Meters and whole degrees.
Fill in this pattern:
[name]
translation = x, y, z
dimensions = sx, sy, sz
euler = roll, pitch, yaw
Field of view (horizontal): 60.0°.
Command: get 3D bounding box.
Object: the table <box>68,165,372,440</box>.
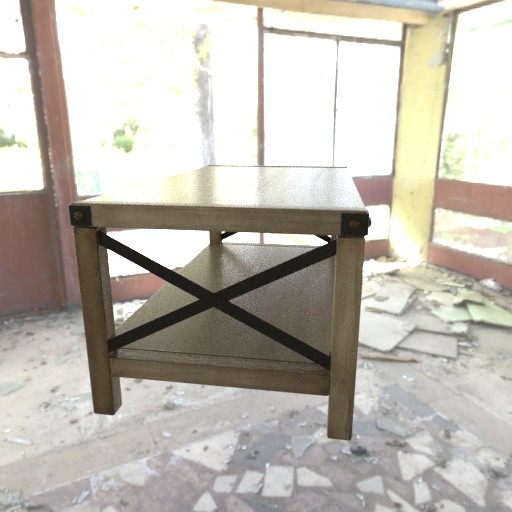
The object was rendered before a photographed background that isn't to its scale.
[table]
translation = 0.000, 0.000, 1.315
dimensions = 0.559, 0.456, 1.016
euler = 3, 16, 9
